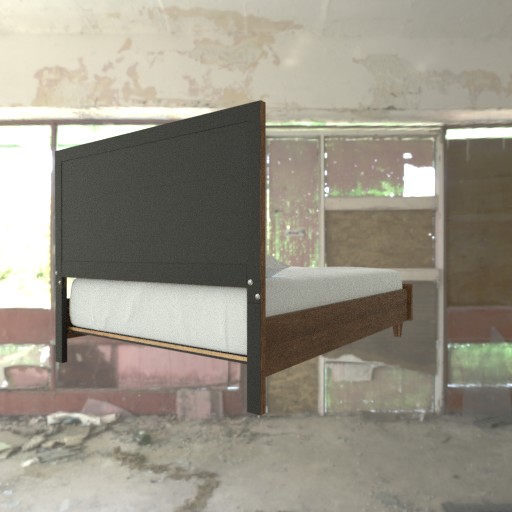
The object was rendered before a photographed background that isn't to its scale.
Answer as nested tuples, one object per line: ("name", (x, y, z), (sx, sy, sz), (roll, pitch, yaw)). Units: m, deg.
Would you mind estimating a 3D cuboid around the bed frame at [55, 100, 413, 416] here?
("bed frame", (0.000, 0.000, 3.403), (1.696, 1.417, 2.276), (0, 1, 36))
